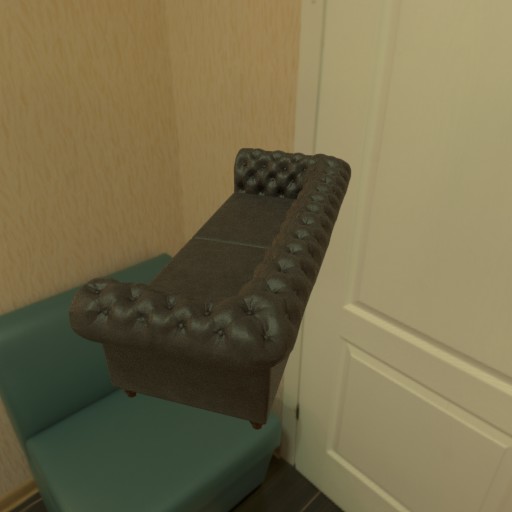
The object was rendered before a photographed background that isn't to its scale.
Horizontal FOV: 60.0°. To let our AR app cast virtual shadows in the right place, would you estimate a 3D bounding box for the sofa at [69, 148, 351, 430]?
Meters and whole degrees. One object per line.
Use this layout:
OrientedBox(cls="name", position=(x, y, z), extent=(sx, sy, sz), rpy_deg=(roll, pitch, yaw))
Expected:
OrientedBox(cls="sofa", position=(0.000, 0.000, 2.848), extent=(0.944, 0.783, 2.385), rpy_deg=(9, 31, 15))
